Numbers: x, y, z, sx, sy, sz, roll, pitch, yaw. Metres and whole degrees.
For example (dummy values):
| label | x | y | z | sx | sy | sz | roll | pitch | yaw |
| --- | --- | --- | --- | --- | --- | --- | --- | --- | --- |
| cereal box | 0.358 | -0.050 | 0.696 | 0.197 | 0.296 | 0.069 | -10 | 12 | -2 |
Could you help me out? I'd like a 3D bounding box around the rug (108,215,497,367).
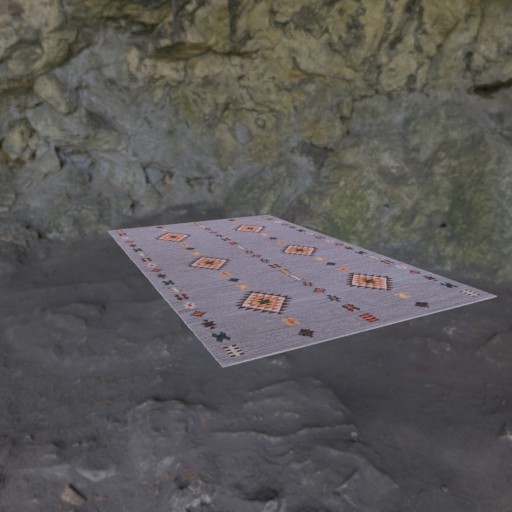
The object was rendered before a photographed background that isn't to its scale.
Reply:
| label | x | y | z | sx | sy | sz | roll | pitch | yaw |
| --- | --- | --- | --- | --- | --- | --- | --- | --- | --- |
| rug | 0.000 | 0.000 | 2.962 | 1.515 | 0.007 | 2.427 | -8 | 18 | -26 |
